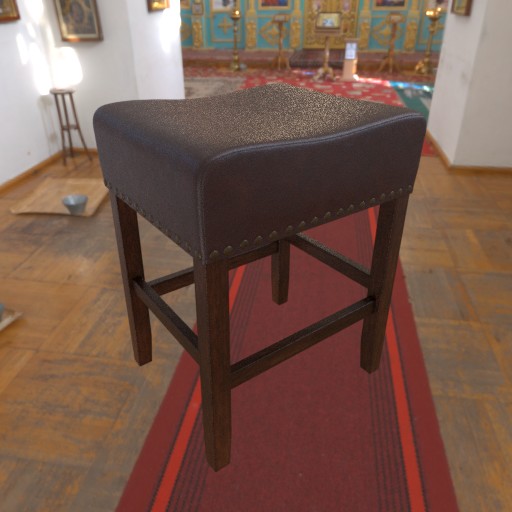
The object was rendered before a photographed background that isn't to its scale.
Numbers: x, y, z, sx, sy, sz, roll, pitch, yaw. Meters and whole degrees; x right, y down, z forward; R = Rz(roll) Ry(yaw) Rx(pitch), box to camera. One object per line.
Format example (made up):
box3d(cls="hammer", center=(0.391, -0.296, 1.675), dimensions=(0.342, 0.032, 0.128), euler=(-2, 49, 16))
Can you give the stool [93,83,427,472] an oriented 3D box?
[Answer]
box3d(cls="stool", center=(0.000, 0.000, 0.927), dimensions=(0.465, 0.608, 0.397), euler=(-20, 35, -31))
